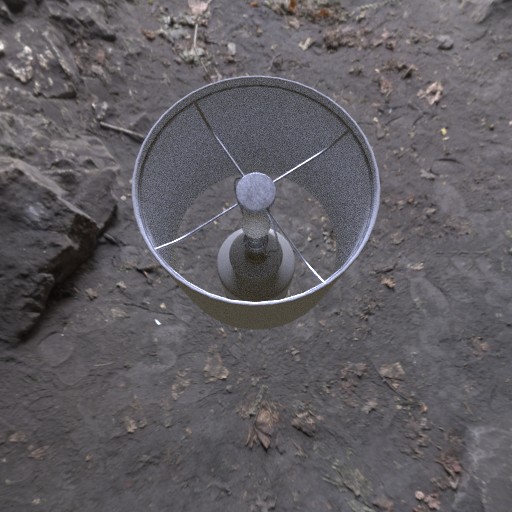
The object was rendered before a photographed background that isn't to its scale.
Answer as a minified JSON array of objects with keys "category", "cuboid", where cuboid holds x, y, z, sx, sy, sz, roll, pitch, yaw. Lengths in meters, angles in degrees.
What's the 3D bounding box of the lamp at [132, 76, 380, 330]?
[{"category":"lamp","cuboid":[0.000,0.000,0.616,0.212,0.493,0.212,-33,78,-8]}]
